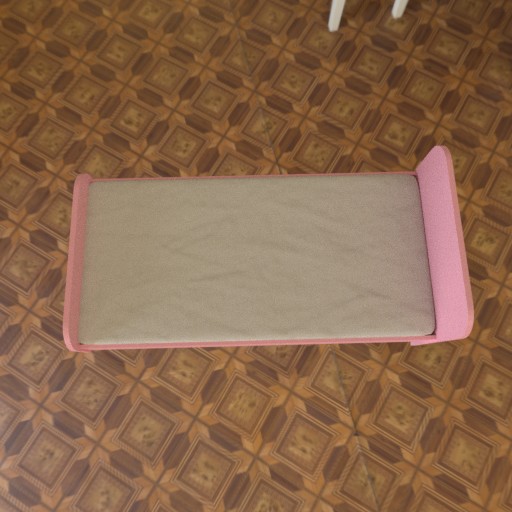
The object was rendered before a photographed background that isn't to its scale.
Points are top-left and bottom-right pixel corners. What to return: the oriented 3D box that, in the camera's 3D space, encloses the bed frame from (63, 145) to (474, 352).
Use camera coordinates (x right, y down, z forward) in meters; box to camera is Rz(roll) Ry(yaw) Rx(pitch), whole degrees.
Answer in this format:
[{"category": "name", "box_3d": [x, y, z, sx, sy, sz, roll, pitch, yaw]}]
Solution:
[{"category": "bed frame", "box_3d": [0.000, 0.000, 2.490, 1.963, 0.805, 0.998, -1, 76, 0]}]
